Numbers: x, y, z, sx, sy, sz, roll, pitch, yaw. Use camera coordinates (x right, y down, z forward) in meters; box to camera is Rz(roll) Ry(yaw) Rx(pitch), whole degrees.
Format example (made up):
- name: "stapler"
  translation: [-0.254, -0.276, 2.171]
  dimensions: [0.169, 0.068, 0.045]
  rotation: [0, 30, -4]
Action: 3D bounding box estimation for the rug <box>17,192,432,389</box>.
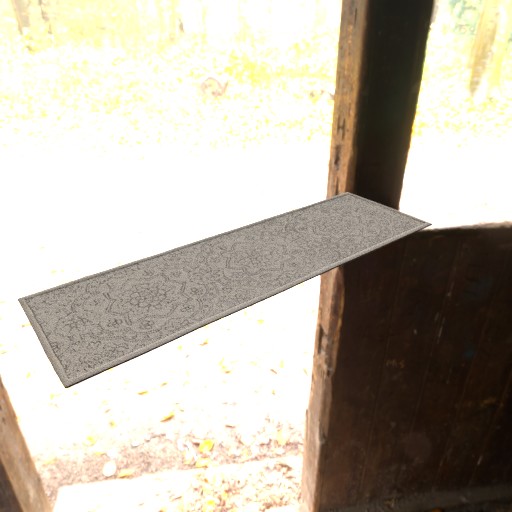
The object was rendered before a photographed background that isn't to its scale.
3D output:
- name: "rug"
  translation: [0.000, 0.000, 2.615]
  dimensions: [2.448, 0.012, 0.769]
  rotation: [-21, 35, -32]
